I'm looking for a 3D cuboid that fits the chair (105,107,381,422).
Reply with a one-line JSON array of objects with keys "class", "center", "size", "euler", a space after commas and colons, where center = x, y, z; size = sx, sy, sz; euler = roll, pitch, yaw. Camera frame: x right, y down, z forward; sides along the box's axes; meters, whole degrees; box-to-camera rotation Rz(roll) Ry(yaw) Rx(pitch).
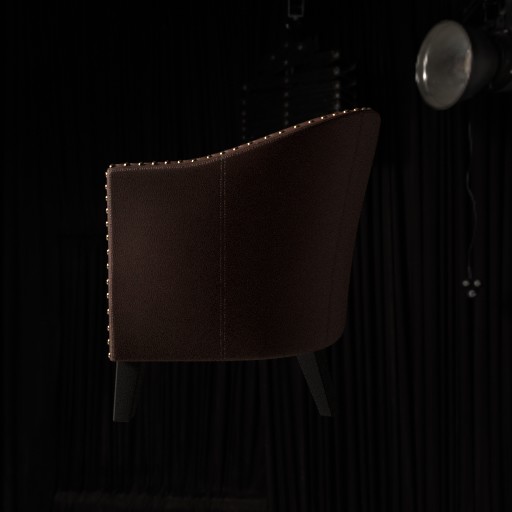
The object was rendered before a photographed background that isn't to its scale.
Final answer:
[{"class": "chair", "center": [0.000, 0.000, 1.419], "size": [0.748, 0.823, 0.794], "euler": [0, 1, 1]}]
